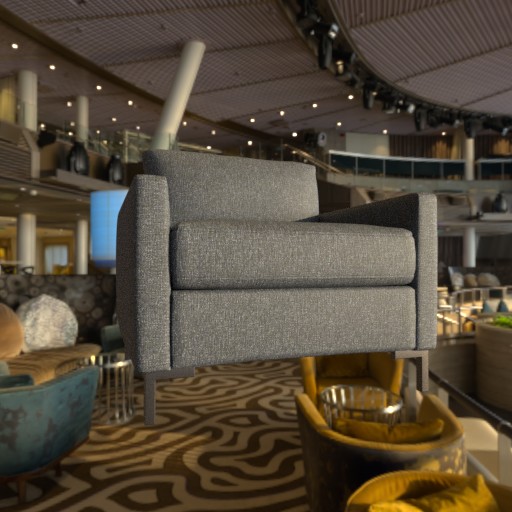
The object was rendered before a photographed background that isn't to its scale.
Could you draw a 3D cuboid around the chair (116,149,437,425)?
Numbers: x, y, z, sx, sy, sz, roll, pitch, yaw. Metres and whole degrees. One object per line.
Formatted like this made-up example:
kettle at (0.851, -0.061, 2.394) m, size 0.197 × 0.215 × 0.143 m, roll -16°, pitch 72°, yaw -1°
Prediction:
chair at (0.000, 0.000, 1.633) m, size 0.963 × 0.861 × 0.866 m, roll 0°, pitch -1°, yaw -20°
